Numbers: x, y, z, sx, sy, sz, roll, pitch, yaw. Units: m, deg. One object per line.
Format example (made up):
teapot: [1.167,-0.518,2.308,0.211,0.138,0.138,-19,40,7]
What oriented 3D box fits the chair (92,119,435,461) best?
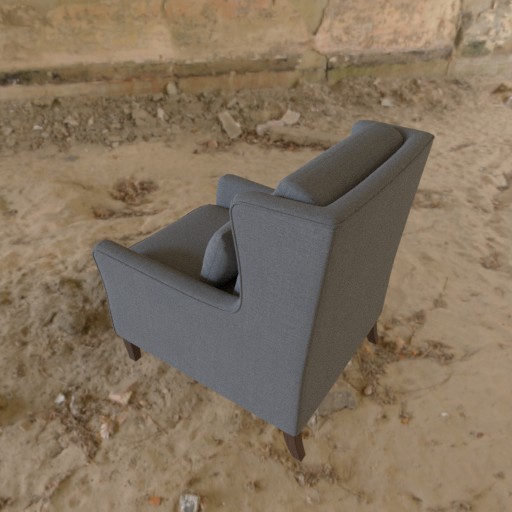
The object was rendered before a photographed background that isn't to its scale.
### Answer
chair: [0.000,0.000,1.817,1.040,1.056,0.866,21,39,28]
